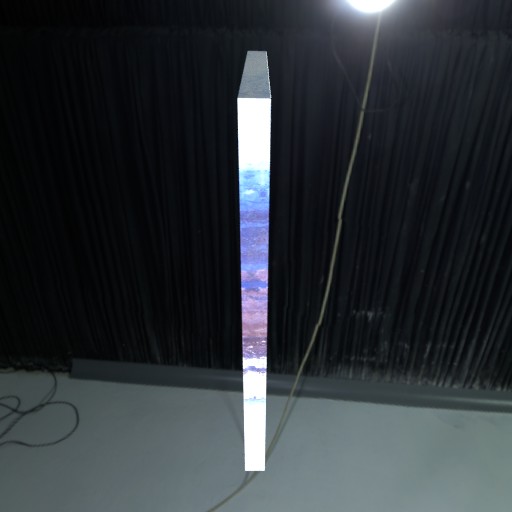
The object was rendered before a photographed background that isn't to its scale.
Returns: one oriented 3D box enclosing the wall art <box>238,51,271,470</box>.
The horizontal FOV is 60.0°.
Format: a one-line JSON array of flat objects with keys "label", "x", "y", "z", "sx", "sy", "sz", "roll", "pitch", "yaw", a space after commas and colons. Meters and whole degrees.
[{"label": "wall art", "x": 0.000, "y": 0.000, "z": 1.109, "sx": 0.048, "sy": 0.874, "sz": 0.583, "roll": 0, "pitch": 31, "yaw": 0}]
